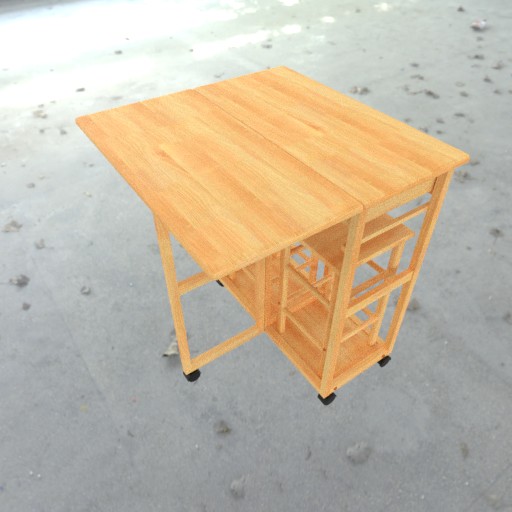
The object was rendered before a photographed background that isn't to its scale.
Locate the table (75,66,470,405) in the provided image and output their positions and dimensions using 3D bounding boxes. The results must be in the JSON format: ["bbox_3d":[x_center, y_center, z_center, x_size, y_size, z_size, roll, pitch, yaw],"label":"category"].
[{"bbox_3d":[0.000,0.000,1.384,0.693,0.832,0.752,-25,48,-25],"label":"table"}]
